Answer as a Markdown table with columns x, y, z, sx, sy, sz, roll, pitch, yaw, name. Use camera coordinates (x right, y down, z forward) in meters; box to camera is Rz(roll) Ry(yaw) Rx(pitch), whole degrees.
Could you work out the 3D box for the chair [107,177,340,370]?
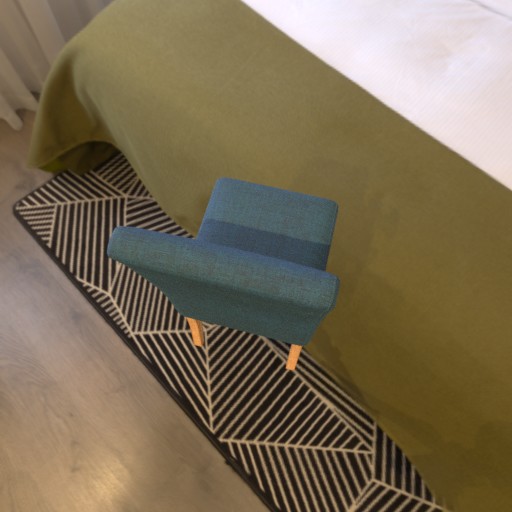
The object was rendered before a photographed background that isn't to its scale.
| x | y | z | sx | sy | sz | roll | pitch | yaw | name |
| --- | --- | --- | --- | --- | --- | --- | --- | --- | --- |
| 0.000 | 0.000 | 1.377 | 0.450 | 1.029 | 0.610 | 13 | 65 | 6 | chair |
